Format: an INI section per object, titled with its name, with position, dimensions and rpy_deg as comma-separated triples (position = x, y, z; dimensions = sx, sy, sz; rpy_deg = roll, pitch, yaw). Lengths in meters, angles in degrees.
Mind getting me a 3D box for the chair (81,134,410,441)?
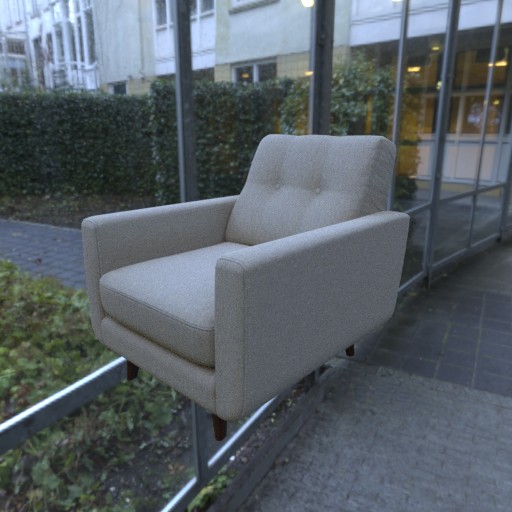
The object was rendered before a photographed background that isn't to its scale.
[chair]
position = 0.000, 0.000, 1.848
dimensions = 0.897, 0.965, 1.128
rpy_deg = 14, 22, 41
